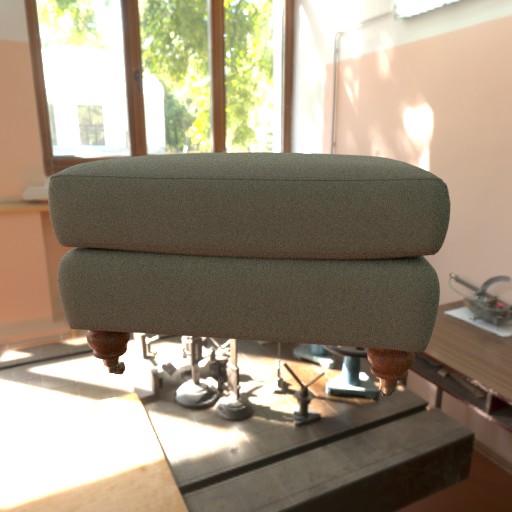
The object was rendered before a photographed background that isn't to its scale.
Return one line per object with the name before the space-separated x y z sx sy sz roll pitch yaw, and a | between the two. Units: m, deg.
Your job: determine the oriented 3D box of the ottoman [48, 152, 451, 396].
ottoman | 0.000 0.000 1.107 0.773 0.504 0.569 2 14 8
